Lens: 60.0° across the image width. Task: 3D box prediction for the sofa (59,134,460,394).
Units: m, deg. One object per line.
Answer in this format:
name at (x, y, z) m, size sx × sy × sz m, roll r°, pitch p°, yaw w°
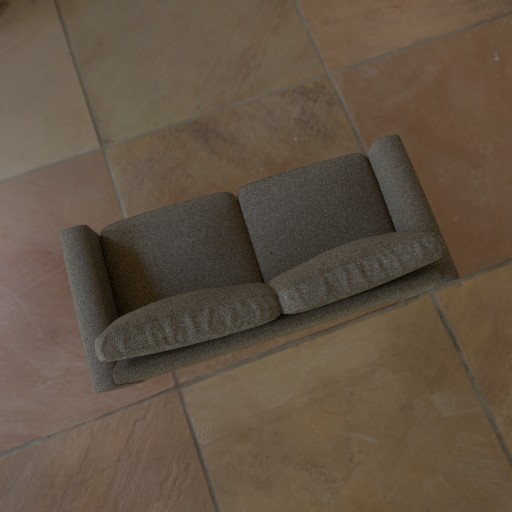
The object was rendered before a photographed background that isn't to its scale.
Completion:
sofa at (0.000, 0.000, 2.722) m, size 2.179 × 0.873 × 1.016 m, roll -17°, pitch 77°, yaw -4°
